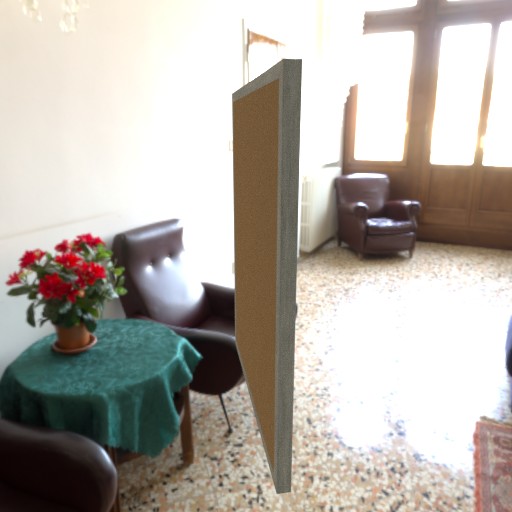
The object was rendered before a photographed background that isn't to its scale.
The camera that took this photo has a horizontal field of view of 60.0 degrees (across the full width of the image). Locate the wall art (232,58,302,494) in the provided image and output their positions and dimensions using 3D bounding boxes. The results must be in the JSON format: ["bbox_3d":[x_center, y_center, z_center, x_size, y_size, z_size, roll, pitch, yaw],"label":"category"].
[{"bbox_3d":[0.000,0.000,0.791,0.022,0.582,0.479,-3,16,-9],"label":"wall art"}]
